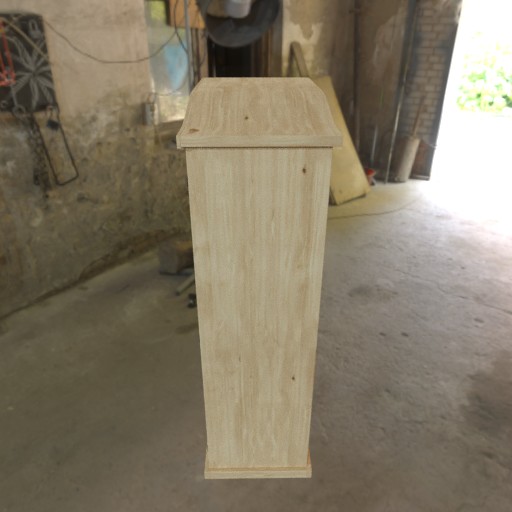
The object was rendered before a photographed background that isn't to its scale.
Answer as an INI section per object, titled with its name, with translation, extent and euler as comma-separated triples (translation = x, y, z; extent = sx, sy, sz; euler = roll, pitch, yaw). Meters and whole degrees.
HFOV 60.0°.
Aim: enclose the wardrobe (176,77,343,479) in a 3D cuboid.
[wardrobe]
translation = 0.000, 0.000, 2.566
extent = 0.570, 1.870, 1.500
euler = 0, 28, -1
